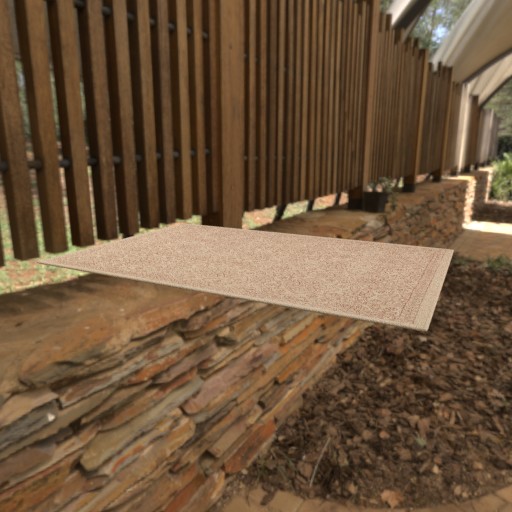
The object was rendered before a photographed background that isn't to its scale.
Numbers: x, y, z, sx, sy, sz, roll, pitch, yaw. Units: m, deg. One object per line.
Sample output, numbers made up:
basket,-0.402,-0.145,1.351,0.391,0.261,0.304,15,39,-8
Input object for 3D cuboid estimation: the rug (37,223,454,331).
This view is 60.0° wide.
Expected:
rug,0.000,0.000,2.320,1.829,0.010,1.219,7,16,26
